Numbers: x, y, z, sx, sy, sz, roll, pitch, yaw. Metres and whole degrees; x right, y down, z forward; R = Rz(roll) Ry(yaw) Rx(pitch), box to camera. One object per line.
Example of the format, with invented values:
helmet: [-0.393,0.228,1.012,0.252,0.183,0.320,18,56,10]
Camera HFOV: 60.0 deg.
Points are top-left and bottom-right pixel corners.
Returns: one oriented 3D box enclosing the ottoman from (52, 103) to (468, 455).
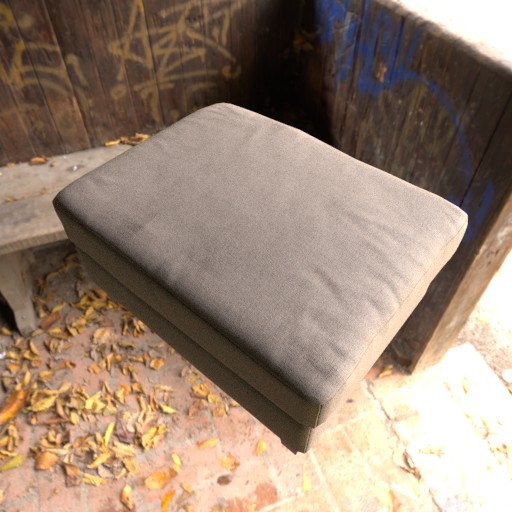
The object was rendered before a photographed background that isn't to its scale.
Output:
ottoman: [0.000,0.000,1.300,0.902,0.511,0.692,32,56,26]
